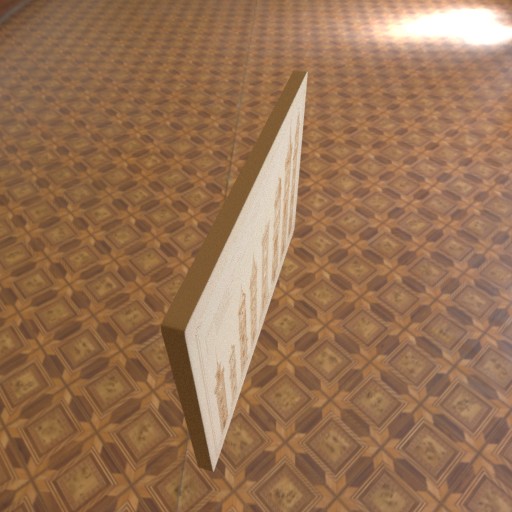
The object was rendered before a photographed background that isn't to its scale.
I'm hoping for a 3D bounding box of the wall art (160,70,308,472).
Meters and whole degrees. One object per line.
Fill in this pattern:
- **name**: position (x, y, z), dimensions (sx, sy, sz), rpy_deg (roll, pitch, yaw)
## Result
- **wall art**: position (0.000, 0.000, 0.488), dimensions (0.019, 0.254, 0.380), rpy_deg (12, 47, 11)
